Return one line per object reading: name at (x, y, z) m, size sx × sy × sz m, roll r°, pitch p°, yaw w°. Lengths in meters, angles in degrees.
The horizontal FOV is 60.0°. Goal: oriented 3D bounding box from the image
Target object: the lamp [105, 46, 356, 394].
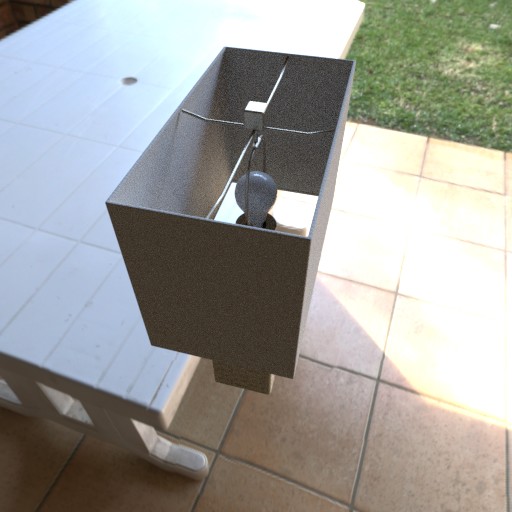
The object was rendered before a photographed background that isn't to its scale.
lamp at (0.000, 0.000, 0.710) m, size 0.200 × 0.515 × 0.380 m, roll 11°, pitch 48°, yaw 10°
